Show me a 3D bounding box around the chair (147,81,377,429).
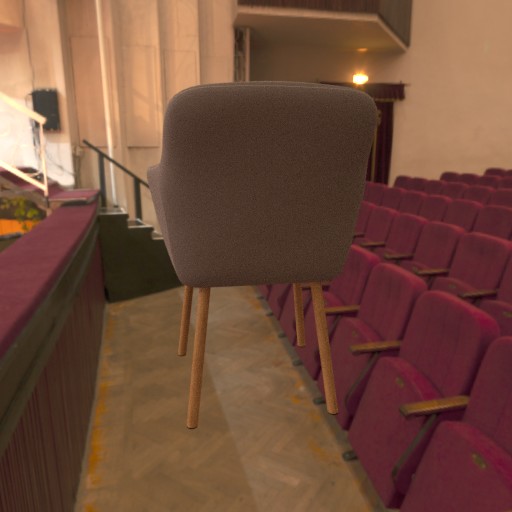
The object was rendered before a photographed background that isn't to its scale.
[{"bbox_3d":[0.000,0.000,1.220,0.570,0.830,0.590,-2,14,-9],"label":"chair"}]
